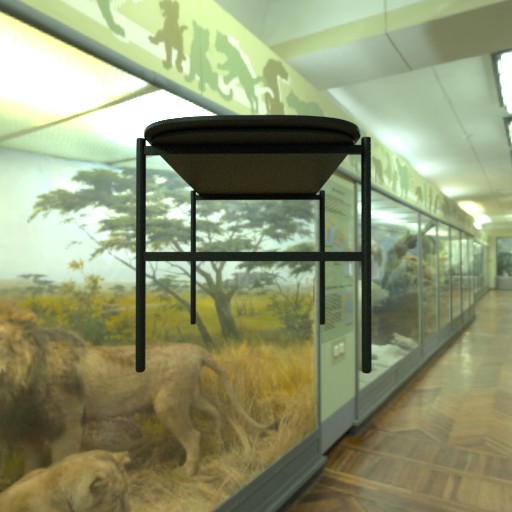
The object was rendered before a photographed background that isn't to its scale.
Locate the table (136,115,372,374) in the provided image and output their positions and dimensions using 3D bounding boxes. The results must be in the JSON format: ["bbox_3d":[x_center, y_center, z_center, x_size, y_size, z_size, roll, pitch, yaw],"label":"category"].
[{"bbox_3d":[0.000,0.000,1.039,0.400,0.400,0.800,0,-1,1],"label":"table"}]
